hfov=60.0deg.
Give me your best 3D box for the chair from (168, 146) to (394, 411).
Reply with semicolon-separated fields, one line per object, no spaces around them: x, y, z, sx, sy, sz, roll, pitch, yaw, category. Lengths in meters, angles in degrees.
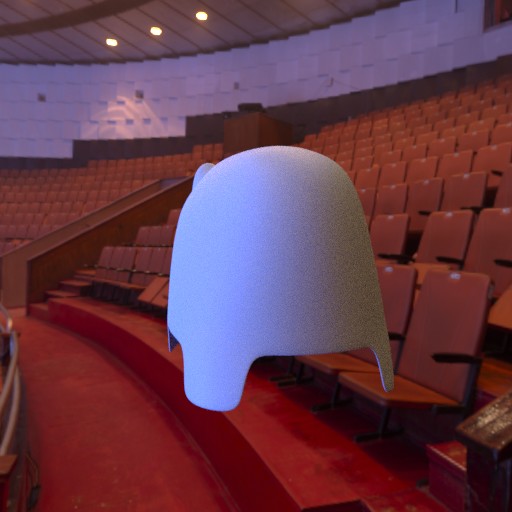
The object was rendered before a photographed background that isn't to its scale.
0.000;0.000;0.912;0.364;0.423;0.619;0;1;-18;chair
